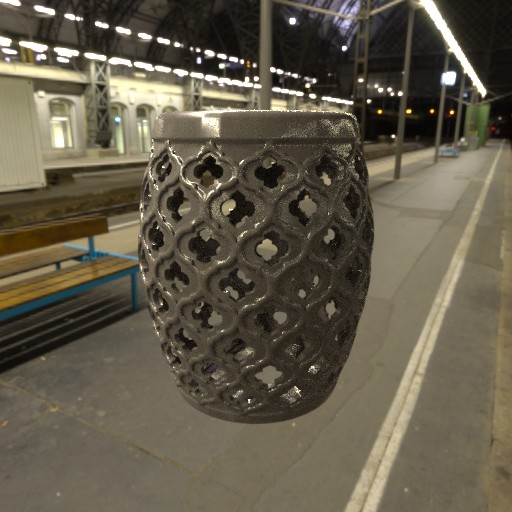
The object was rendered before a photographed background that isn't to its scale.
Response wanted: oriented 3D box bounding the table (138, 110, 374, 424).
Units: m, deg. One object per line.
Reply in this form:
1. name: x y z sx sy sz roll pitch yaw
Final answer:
1. table: 0.000 0.000 0.637 0.325 0.388 0.325 0 16 0
